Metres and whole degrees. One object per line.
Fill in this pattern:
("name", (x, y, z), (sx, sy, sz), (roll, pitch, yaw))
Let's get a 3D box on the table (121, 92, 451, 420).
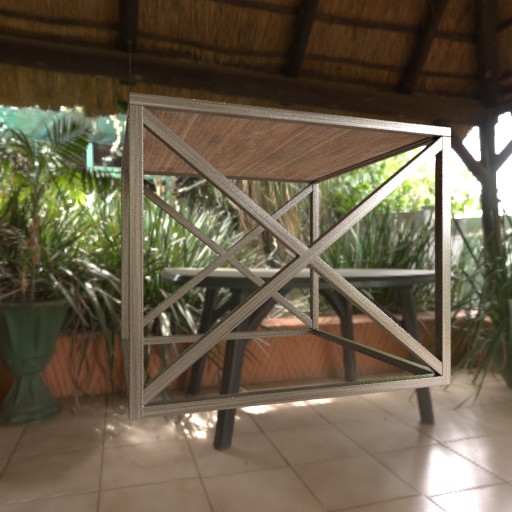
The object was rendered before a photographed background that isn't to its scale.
("table", (0.000, 0.000, 1.069), (0.611, 0.507, 0.609), (0, 0, -18))
